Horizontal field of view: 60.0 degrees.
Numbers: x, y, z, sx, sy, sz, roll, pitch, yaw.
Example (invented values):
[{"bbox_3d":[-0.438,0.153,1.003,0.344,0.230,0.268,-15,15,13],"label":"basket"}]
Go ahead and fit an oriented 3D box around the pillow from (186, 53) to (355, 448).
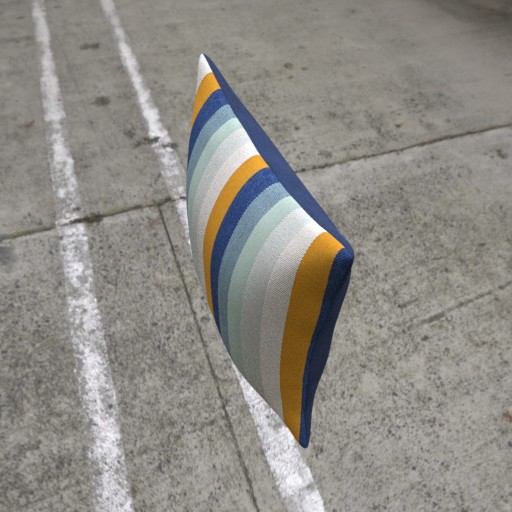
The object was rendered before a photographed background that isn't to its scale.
[{"bbox_3d":[0.000,0.000,0.695,0.173,0.454,0.463,-16,48,-14],"label":"pillow"}]
